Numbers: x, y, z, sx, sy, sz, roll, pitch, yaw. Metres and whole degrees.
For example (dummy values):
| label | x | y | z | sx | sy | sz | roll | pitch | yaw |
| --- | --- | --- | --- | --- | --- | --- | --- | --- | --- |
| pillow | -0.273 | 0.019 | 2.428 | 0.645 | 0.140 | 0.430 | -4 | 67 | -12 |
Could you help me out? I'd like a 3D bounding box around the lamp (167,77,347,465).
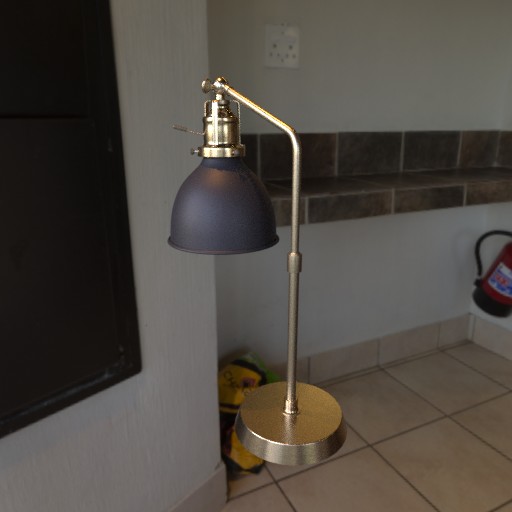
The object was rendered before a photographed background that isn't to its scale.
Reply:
| label | x | y | z | sx | sy | sz | roll | pitch | yaw |
| --- | --- | --- | --- | --- | --- | --- | --- | --- | --- |
| lamp | 0.000 | 0.000 | 0.595 | 0.160 | 0.456 | 0.291 | -16 | 23 | -42 |
